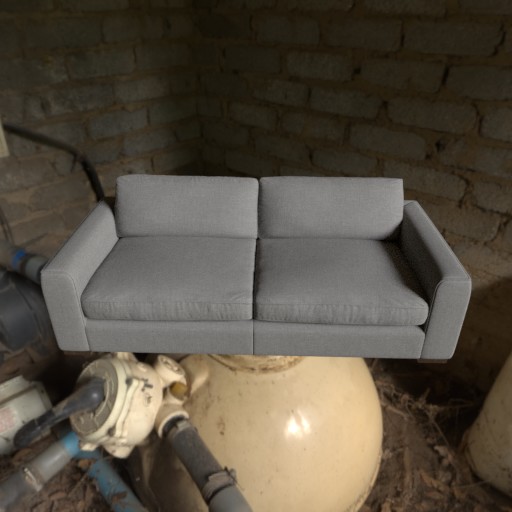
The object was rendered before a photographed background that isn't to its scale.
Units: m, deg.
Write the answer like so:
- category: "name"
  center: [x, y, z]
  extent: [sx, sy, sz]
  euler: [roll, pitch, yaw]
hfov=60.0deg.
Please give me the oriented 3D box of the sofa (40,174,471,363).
- category: "sofa"
  center: [0.000, 0.000, 2.774]
  extent: [2.262, 0.801, 1.070]
  euler: [1, 30, 2]
